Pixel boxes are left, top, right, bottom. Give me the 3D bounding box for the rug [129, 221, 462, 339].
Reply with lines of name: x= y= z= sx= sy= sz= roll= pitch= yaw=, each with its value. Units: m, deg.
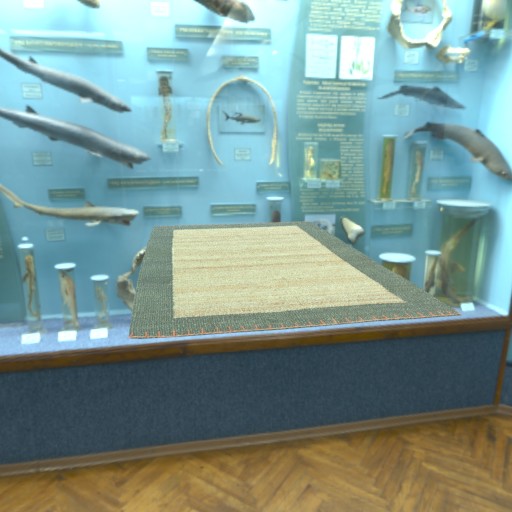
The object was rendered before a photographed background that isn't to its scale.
rug: x=0.000 y=0.000 z=3.052 sx=1.521 sy=0.006 sz=2.435 roll=-3 pitch=15 yaw=-9
